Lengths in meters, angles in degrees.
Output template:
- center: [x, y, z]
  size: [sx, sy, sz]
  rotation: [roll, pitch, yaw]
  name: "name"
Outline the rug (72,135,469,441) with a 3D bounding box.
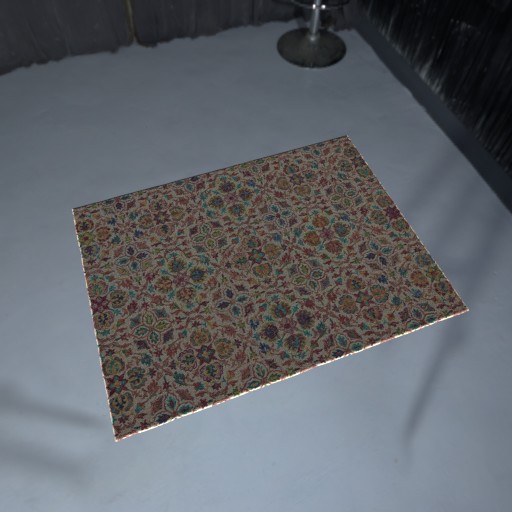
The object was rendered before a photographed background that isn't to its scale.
- center: [0.000, 0.000, 4.333]
  size: [3.215, 0.020, 2.446]
  rotation: [-17, 59, -11]
  name: "rug"
